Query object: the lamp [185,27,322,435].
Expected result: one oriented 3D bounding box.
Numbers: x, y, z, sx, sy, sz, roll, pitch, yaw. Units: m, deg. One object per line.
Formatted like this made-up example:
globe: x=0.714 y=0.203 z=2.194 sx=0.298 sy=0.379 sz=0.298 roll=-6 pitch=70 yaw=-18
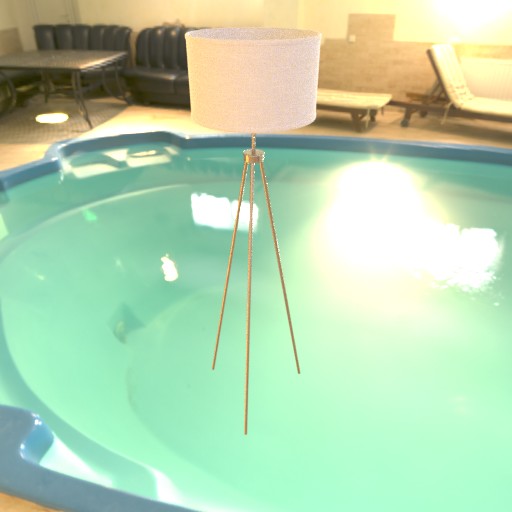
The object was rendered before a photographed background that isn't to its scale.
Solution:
lamp: x=0.000 y=0.000 z=1.716 sx=0.448 sy=1.545 sz=0.458 roll=0 pitch=32 yaw=0
